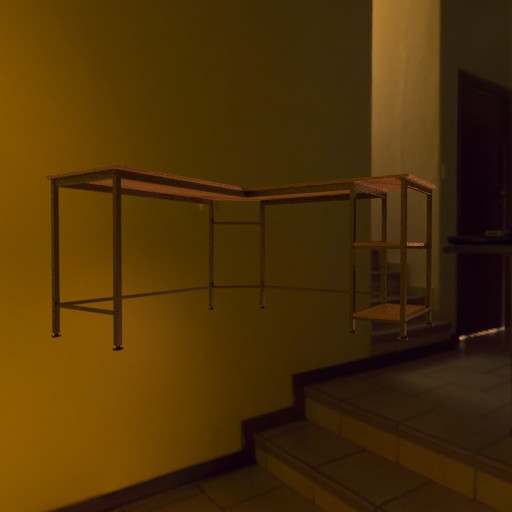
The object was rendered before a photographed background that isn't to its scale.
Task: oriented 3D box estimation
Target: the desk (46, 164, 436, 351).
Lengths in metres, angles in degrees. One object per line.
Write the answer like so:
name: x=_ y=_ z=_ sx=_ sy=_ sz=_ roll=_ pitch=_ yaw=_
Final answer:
desk: x=0.000 y=0.000 z=2.203 sx=1.379 sy=0.739 sz=1.379 roll=1 pitch=1 yaw=35
